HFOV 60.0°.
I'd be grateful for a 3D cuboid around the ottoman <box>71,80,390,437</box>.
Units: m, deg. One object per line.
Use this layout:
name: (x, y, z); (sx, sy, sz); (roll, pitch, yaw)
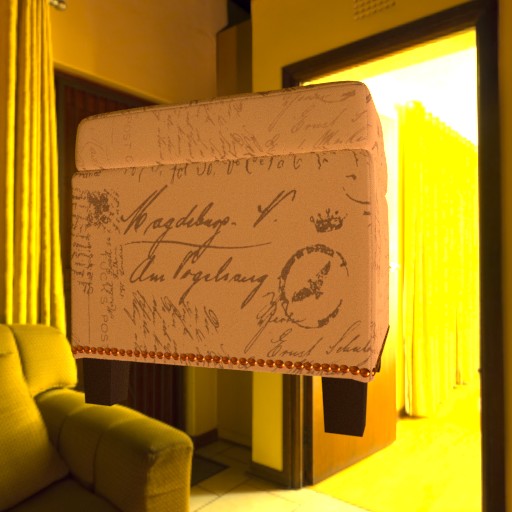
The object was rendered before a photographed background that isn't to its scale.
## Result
ottoman: (0.000, 0.000, 0.800); (0.450, 0.457, 0.449); (0, -1, 19)
